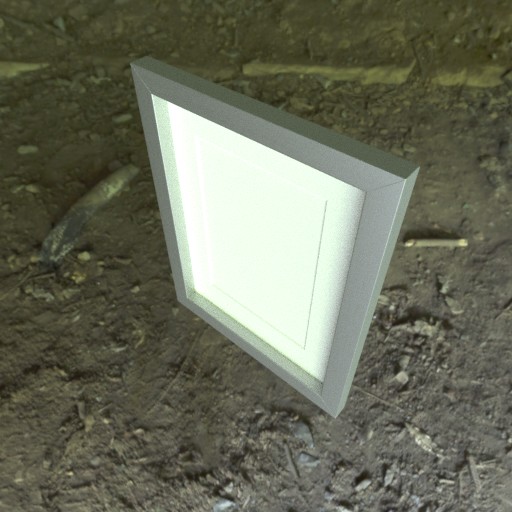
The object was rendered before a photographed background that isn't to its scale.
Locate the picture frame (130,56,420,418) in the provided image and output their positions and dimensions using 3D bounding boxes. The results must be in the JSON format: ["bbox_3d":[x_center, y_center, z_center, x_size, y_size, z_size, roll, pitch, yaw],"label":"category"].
[{"bbox_3d":[0.000,0.000,0.528,0.307,0.386,0.036,31,53,27],"label":"picture frame"}]
